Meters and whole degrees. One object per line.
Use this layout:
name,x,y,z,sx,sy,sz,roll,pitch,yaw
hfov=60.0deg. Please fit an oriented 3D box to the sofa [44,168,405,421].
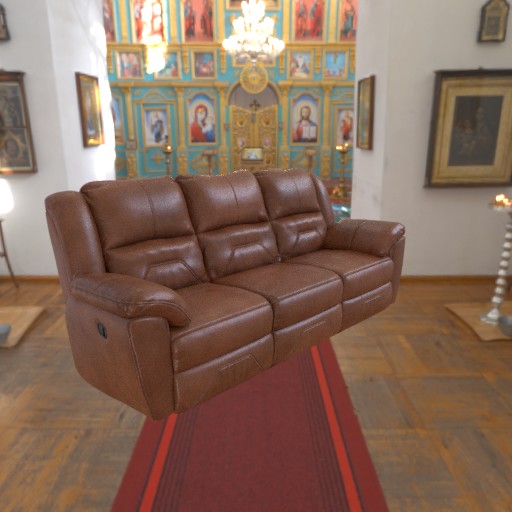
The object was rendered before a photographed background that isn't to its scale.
sofa,0.000,0.000,2.863,2.337,1.043,0.991,-14,20,-43
